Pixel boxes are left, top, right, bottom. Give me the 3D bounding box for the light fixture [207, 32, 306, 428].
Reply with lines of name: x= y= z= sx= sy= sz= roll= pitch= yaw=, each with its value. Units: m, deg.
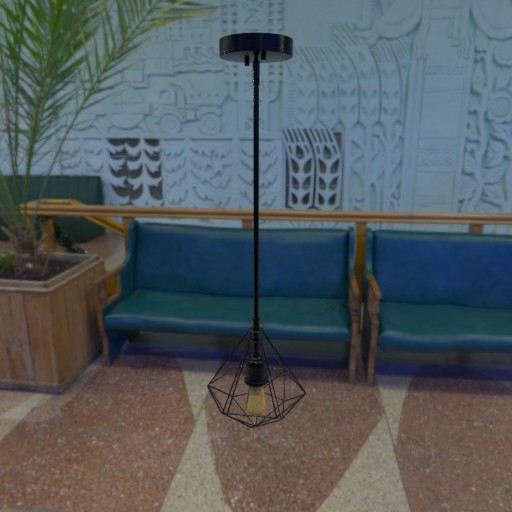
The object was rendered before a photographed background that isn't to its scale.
light fixture: x=0.000 y=0.000 z=1.985 sx=0.487 sy=1.764 sz=0.431 roll=2 pitch=15 yaw=8
